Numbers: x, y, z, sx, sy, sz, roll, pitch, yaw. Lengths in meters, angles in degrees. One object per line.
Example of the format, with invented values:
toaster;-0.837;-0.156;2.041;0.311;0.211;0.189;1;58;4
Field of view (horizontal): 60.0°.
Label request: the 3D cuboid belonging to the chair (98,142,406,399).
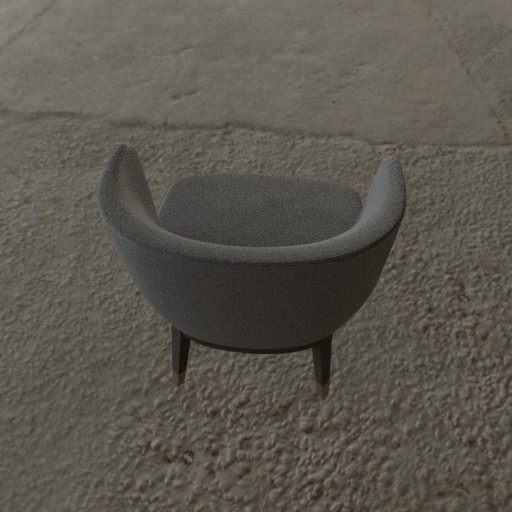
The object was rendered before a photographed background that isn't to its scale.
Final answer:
chair;0.000;0.000;1.232;0.639;0.695;0.698;4;47;3
